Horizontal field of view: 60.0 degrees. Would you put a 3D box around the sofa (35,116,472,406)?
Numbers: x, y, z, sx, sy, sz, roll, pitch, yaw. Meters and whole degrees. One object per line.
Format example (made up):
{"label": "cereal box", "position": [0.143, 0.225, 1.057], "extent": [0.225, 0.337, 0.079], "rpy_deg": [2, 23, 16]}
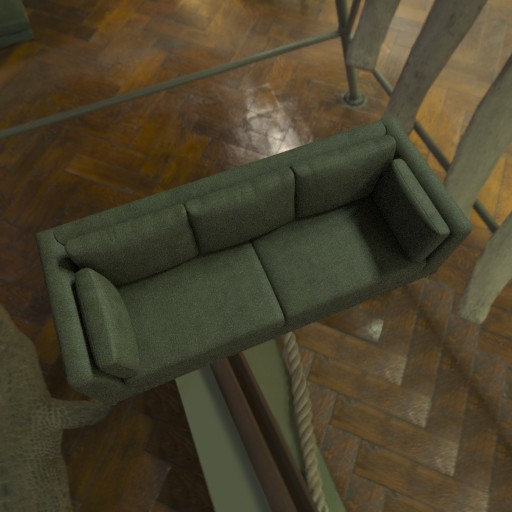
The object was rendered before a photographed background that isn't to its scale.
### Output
{"label": "sofa", "position": [0.000, 0.000, 2.880], "extent": [2.415, 0.867, 0.969], "rpy_deg": [-20, 65, -10]}
